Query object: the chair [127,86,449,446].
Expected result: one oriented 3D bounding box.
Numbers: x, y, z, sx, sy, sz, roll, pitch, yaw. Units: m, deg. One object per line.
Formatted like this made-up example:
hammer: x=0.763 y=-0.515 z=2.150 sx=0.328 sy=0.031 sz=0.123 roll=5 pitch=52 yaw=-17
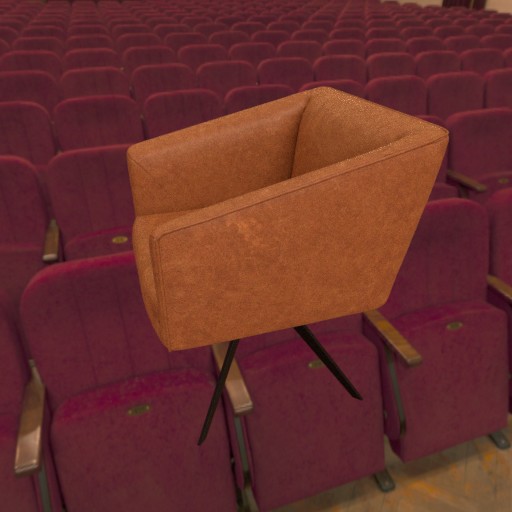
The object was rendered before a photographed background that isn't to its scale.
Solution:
chair: x=0.000 y=0.000 z=1.201 sx=0.625 sy=0.760 sz=0.588 roll=-9 pitch=31 yaw=-16
